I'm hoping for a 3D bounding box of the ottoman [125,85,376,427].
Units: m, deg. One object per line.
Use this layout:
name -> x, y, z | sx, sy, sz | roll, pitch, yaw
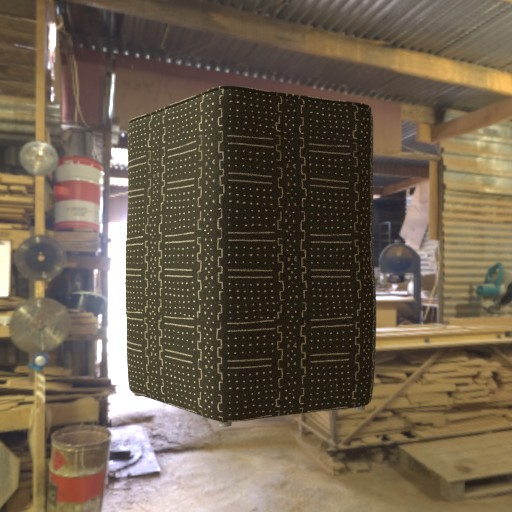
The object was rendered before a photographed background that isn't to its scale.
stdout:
ottoman -> 0.000, 0.000, 0.870 | 0.494, 0.502, 0.443 | 0, -1, -19
